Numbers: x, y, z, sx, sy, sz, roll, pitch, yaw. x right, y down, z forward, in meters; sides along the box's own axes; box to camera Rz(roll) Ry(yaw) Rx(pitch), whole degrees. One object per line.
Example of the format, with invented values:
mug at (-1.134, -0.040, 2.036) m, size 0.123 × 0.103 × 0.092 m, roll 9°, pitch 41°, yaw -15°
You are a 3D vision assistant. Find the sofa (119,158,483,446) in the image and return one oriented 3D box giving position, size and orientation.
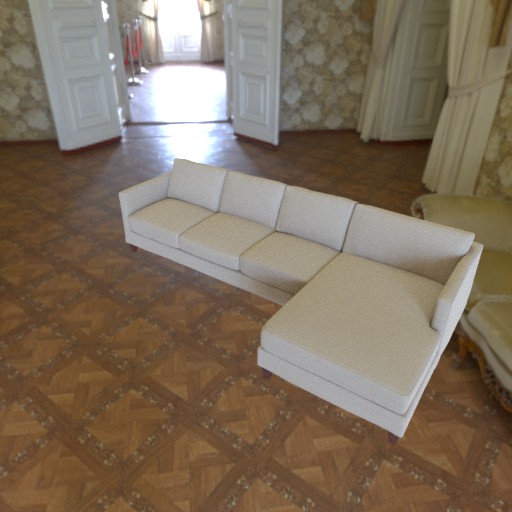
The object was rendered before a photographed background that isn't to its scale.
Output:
sofa at (0.000, 0.000, 3.763) m, size 3.186 × 0.861 × 1.625 m, roll 20°, pitch 36°, yaw 30°
